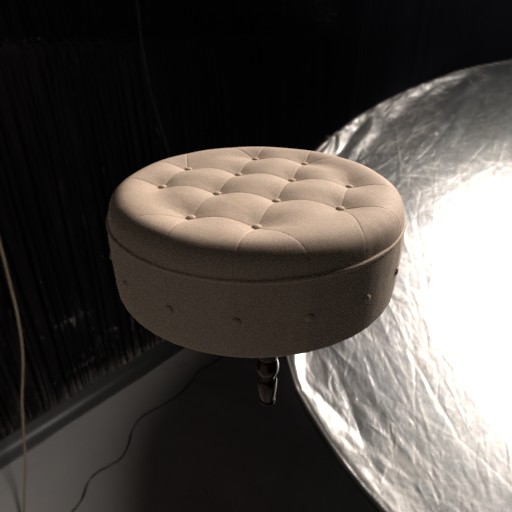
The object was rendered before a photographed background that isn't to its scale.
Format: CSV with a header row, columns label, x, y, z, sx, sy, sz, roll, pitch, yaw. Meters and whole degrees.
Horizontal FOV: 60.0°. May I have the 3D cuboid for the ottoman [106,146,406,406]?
label,x,y,z,sx,sy,sz,roll,pitch,yaw
ottoman,0.000,0.000,1.386,0.848,0.494,0.848,0,29,0
